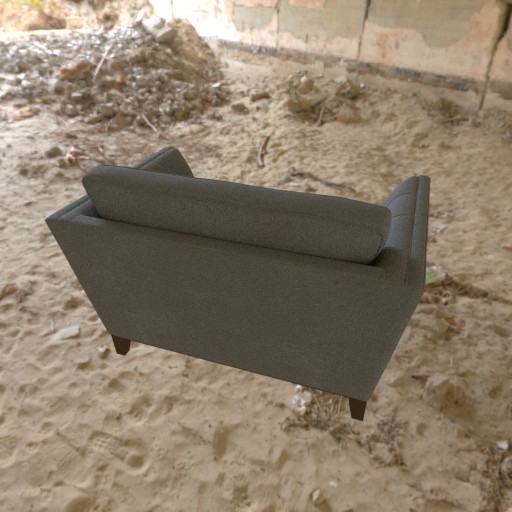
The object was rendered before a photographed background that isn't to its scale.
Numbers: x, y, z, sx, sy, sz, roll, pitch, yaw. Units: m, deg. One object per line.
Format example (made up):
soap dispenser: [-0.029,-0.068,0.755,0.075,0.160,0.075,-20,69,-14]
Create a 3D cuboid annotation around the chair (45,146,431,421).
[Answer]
chair: [0.000,0.000,2.043,1.396,0.942,0.965,10,32,17]
